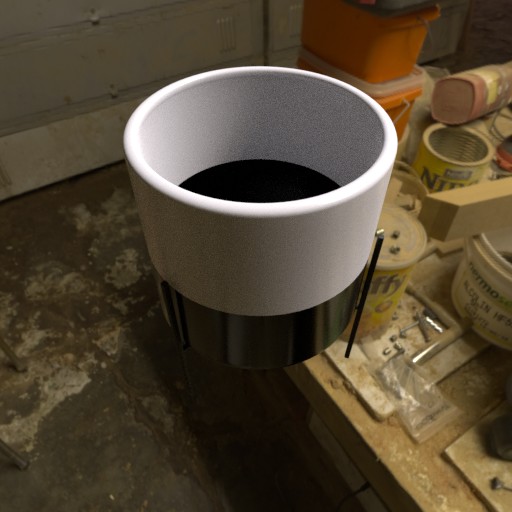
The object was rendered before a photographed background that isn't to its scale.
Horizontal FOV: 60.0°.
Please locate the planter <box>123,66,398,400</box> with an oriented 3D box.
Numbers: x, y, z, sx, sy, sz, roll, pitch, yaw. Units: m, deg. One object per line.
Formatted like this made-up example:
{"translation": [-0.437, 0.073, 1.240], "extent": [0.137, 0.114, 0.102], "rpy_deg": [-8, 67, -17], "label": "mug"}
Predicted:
{"translation": [0.000, 0.000, 0.648], "extent": [0.310, 0.432, 0.310], "rpy_deg": [-24, 51, -21], "label": "planter"}
